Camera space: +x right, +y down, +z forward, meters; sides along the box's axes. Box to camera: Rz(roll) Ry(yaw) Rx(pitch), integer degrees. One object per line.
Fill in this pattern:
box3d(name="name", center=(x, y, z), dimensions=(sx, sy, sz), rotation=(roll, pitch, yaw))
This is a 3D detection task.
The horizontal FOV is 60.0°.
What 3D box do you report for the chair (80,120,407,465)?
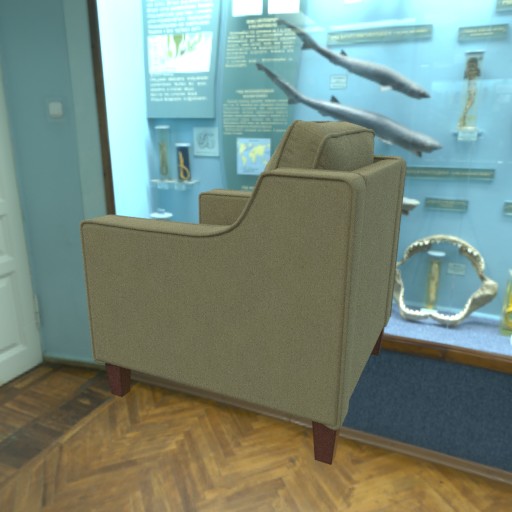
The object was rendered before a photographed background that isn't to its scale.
box3d(name="chair", center=(0.000, 0.000, 1.647), dimensions=(0.909, 0.960, 0.831), rotation=(8, 18, 24))
